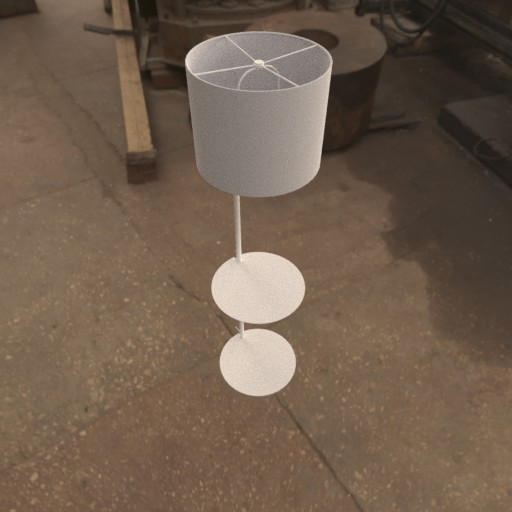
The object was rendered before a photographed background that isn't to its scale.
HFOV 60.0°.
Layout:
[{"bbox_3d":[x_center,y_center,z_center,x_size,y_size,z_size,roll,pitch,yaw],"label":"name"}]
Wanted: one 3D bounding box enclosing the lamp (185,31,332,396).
[{"bbox_3d":[0.000,0.000,1.658,0.372,1.465,0.405,-23,50,-21],"label":"lamp"}]
